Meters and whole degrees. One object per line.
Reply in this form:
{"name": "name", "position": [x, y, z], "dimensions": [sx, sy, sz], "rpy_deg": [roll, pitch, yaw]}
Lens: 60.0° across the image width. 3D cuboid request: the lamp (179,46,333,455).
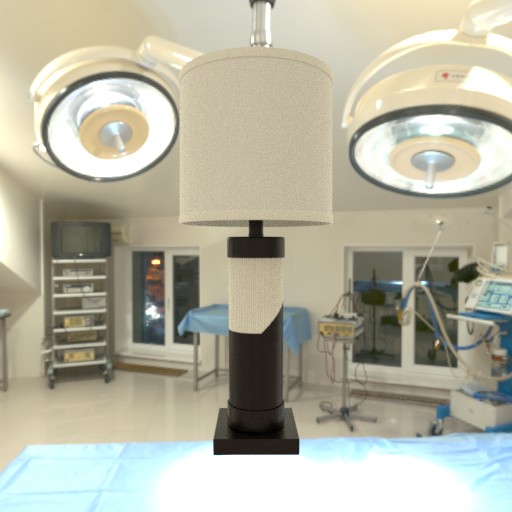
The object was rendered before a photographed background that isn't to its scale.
{"name": "lamp", "position": [0.000, 0.000, 0.618], "dimensions": [0.211, 0.509, 0.211], "rpy_deg": [0, 1, -1]}
